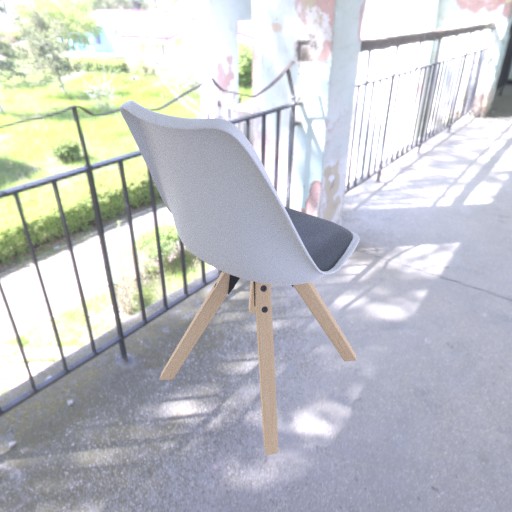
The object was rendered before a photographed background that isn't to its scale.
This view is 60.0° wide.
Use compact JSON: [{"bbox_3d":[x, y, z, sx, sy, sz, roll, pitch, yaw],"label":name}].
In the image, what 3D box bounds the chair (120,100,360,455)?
[{"bbox_3d":[0.000,0.000,1.187,0.485,0.850,0.550,22,37,32],"label":"chair"}]
